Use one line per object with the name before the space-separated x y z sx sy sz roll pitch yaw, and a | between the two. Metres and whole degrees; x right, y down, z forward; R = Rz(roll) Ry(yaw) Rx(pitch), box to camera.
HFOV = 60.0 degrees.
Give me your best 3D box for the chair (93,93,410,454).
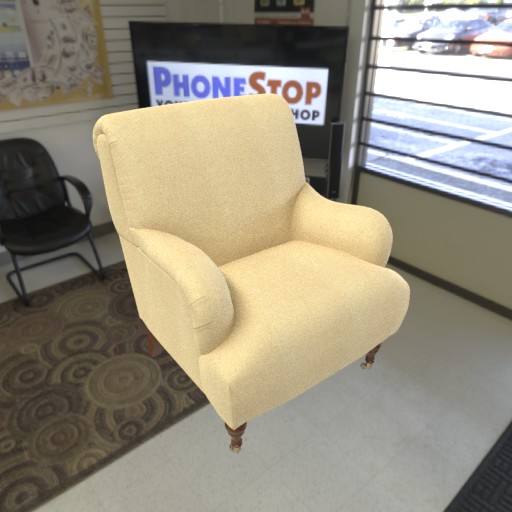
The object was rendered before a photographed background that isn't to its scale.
chair | 0.000 0.000 1.536 0.766 0.944 0.842 -20 35 -31
